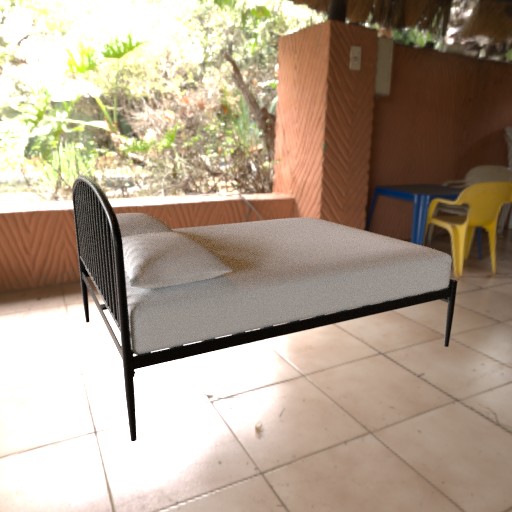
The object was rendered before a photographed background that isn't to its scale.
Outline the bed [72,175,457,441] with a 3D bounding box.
[{"bbox_3d":[0.000,0.000,3.084,2.159,1.166,1.618,-8,16,-27],"label":"bed"}]
